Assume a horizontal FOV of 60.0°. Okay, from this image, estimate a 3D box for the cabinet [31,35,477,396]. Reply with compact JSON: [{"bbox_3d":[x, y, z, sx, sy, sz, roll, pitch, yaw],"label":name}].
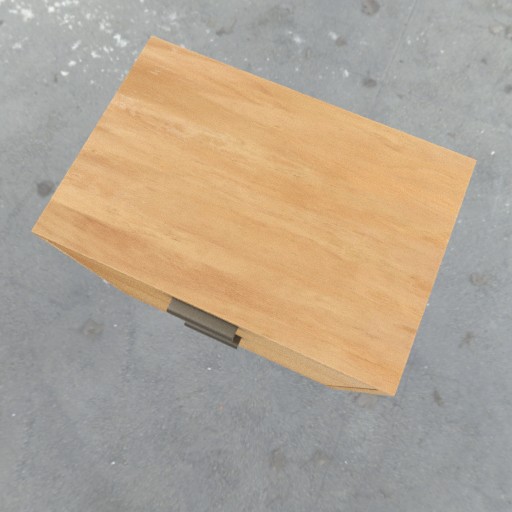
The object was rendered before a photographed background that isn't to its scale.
[{"bbox_3d":[0.000,0.000,0.937,0.551,0.599,0.394,23,76,6],"label":"cabinet"}]
